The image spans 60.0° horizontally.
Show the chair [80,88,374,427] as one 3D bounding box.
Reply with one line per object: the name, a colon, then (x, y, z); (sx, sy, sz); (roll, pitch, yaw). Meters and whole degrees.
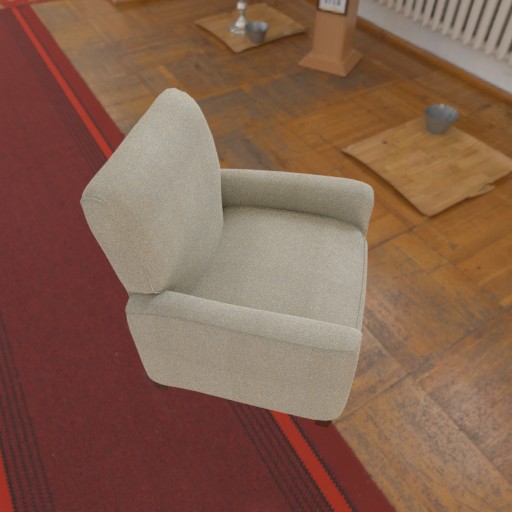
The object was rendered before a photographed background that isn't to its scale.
chair: (0.000, 0.000, 1.668); (0.853, 1.006, 0.850); (10, 48, 9)
